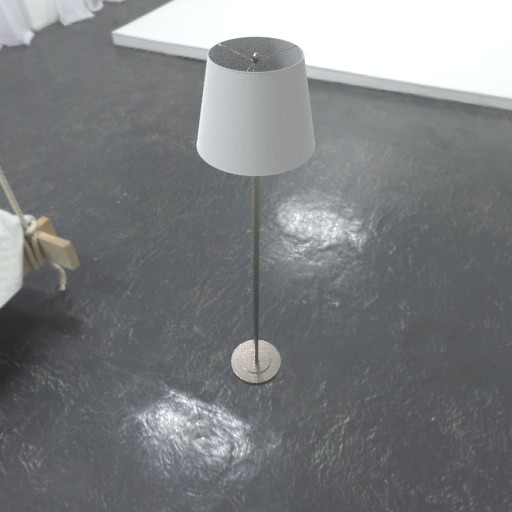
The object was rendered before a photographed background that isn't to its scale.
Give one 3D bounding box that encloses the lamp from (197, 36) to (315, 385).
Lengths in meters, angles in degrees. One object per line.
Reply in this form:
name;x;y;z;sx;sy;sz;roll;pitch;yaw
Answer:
lamp;0.000;0.000;1.666;0.355;1.473;0.355;0;44;0
